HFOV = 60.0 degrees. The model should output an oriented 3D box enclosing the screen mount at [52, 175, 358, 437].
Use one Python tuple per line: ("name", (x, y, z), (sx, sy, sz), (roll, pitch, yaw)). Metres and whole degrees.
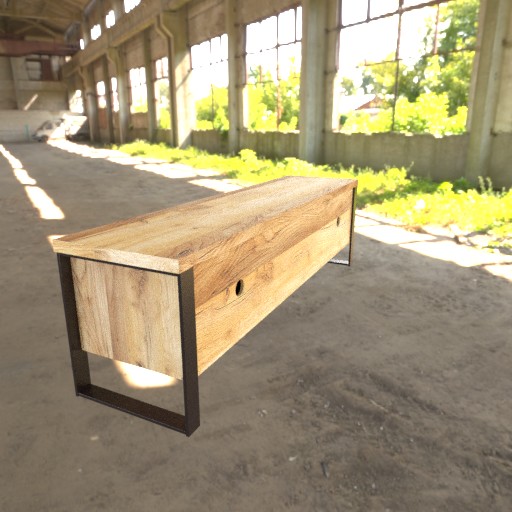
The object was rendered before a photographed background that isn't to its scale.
("screen mount", (0.000, 0.000, 1.731), (0.395, 0.450, 1.524), (8, 19, 25))
